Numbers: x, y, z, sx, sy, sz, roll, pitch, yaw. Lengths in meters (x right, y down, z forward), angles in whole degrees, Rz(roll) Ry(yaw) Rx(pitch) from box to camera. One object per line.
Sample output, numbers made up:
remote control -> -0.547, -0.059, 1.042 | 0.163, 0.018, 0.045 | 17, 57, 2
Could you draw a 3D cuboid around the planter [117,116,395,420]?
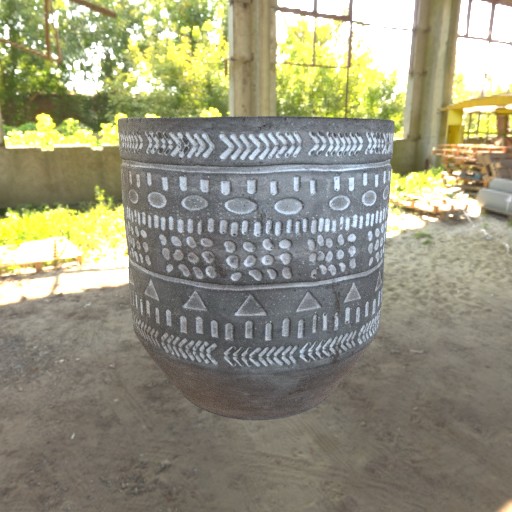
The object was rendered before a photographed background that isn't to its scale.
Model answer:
planter -> 0.000, 0.000, 0.217 | 0.122, 0.128, 0.122 | 0, 15, 0
